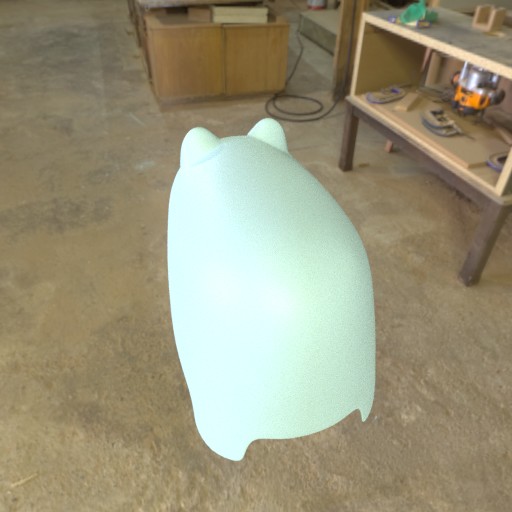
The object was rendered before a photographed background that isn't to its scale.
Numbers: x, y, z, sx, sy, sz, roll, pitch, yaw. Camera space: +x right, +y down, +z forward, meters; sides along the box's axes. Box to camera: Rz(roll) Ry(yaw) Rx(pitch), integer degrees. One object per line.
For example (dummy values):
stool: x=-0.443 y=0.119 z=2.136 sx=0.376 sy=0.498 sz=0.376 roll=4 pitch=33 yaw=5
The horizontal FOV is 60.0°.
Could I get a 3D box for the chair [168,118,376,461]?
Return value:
chair: x=0.000 y=0.000 z=0.865 sx=0.364 sy=0.423 sz=0.619 roll=-12 pitch=42 yaw=-13
